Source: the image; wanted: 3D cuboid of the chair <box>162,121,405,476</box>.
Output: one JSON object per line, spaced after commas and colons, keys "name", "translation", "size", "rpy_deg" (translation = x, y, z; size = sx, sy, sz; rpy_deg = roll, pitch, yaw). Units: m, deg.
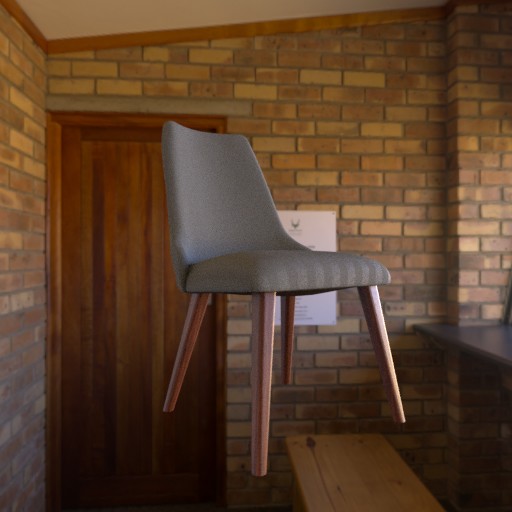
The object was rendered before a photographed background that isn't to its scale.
{"name": "chair", "translation": [0.000, 0.000, 1.354], "size": [0.535, 0.918, 0.707], "rpy_deg": [0, 0, -36]}
